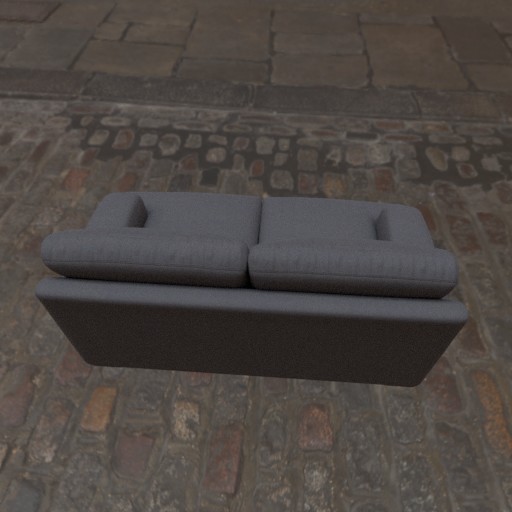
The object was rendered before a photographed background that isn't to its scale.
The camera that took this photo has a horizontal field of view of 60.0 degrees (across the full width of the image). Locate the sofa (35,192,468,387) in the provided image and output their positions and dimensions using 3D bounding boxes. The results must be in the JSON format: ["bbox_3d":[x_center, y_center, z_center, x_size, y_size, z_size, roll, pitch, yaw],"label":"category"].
[{"bbox_3d":[0.000,0.000,2.420,1.880,0.940,1.143,3,47,3],"label":"sofa"}]
